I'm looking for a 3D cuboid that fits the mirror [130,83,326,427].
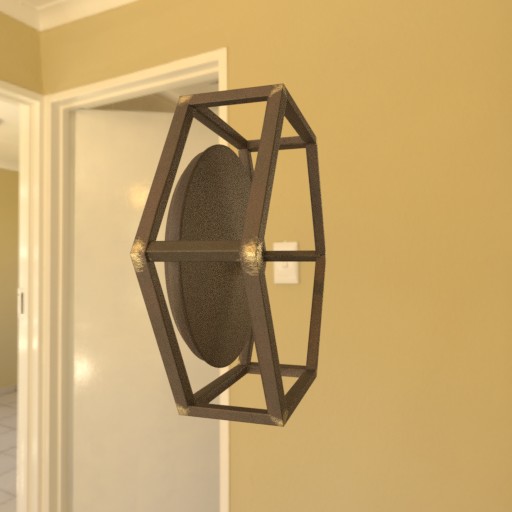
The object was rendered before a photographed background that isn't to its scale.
[{"bbox_3d":[0.000,0.000,0.542,0.119,0.334,0.380,0,-1,17],"label":"mirror"}]
